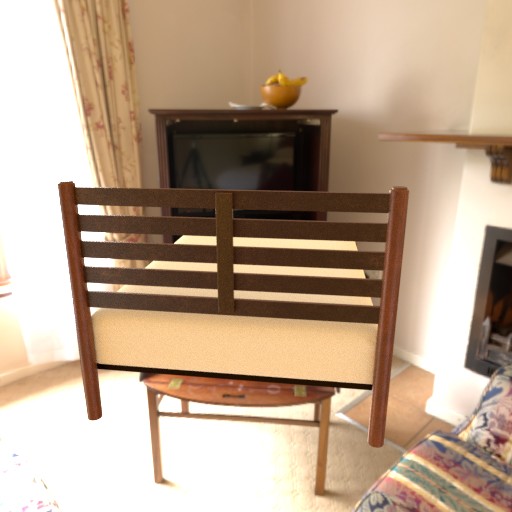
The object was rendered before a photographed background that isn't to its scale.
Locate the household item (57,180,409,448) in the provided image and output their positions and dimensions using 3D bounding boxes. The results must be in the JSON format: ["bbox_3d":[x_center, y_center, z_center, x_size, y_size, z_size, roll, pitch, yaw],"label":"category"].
[{"bbox_3d":[0.000,0.000,3.278,1.663,1.356,2.232,2,17,8],"label":"household item"}]
